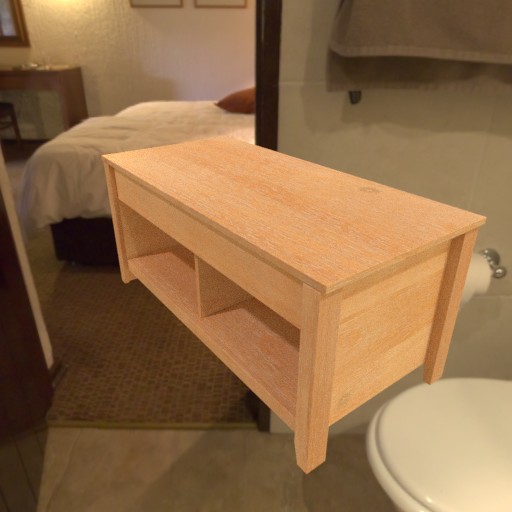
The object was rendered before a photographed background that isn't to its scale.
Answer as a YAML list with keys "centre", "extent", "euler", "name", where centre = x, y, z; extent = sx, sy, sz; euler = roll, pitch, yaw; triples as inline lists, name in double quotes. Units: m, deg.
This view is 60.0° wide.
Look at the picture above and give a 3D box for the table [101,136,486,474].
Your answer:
- centre: [0.000, 0.000, 1.293]
  extent: [0.483, 0.457, 1.016]
  euler: [-19, 33, -32]
  name: "table"
